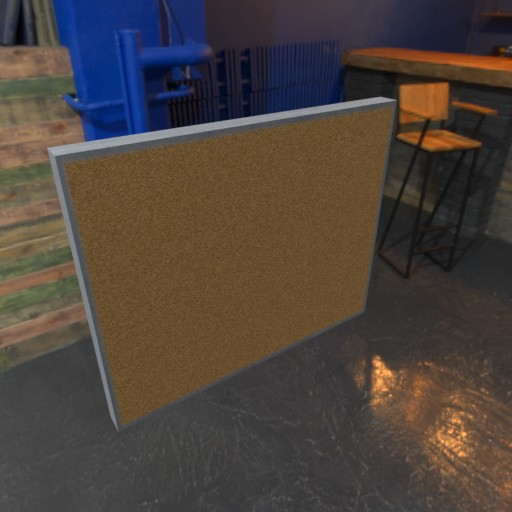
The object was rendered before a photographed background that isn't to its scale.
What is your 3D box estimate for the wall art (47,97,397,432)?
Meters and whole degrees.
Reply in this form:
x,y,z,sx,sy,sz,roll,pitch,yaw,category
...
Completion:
x,y,z,sx,sy,sz,roll,pitch,yaw,category
0.000,0.000,0.745,0.557,0.450,0.037,-19,35,-29,wall art
